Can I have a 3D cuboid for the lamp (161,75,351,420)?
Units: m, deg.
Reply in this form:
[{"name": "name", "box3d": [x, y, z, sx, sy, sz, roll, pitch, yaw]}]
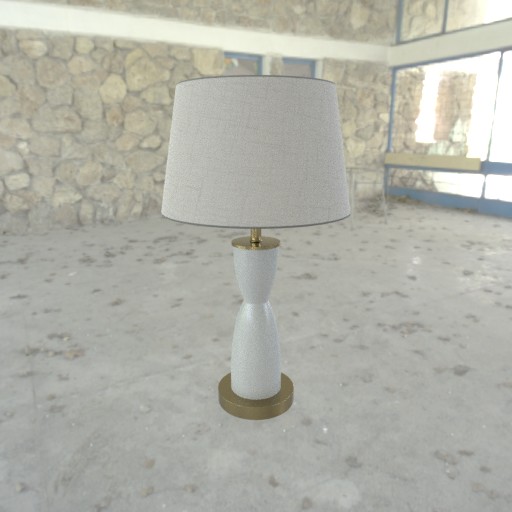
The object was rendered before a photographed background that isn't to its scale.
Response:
[{"name": "lamp", "box3d": [0.000, 0.000, 0.757, 0.309, 0.545, 0.309, 0, 15, 0]}]
